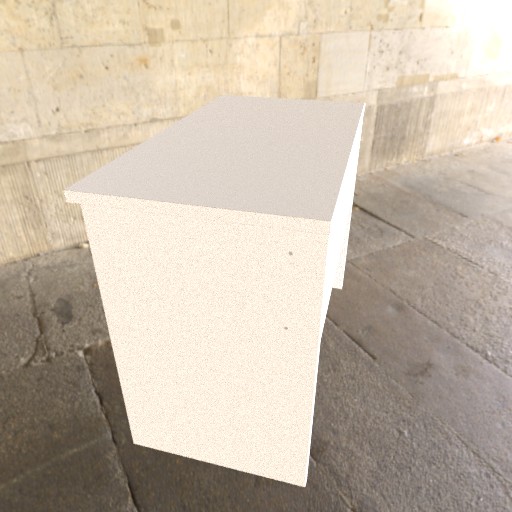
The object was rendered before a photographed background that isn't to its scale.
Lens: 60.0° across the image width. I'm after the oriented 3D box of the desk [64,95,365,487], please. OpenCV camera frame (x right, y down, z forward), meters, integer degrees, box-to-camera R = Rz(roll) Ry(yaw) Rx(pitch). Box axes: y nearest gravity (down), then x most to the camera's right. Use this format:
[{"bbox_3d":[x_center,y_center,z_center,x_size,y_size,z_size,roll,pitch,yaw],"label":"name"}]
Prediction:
[{"bbox_3d":[0.000,0.000,1.328,0.498,0.729,0.900,8,32,13],"label":"desk"}]
